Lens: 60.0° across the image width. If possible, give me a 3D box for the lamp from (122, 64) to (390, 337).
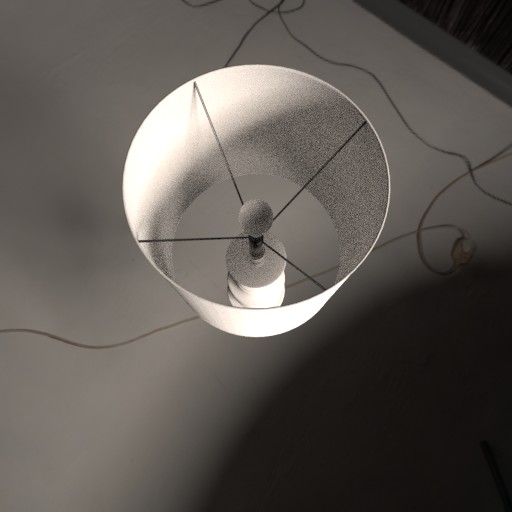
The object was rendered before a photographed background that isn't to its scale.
[{"bbox_3d":[0.000,0.000,0.564,0.208,0.455,0.208,39,78,10],"label":"lamp"}]
